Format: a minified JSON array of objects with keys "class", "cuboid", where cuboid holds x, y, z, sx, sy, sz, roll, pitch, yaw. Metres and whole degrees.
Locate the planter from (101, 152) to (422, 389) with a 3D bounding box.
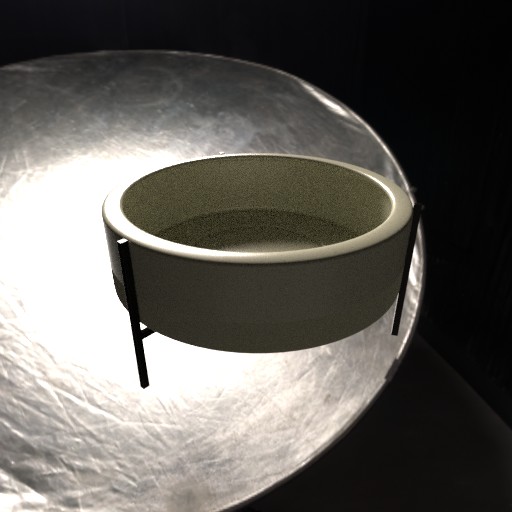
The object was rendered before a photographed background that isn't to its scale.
[{"class":"planter","cuboid":[0.000,0.000,0.540,0.336,0.171,0.345,-8,29,-15]}]
